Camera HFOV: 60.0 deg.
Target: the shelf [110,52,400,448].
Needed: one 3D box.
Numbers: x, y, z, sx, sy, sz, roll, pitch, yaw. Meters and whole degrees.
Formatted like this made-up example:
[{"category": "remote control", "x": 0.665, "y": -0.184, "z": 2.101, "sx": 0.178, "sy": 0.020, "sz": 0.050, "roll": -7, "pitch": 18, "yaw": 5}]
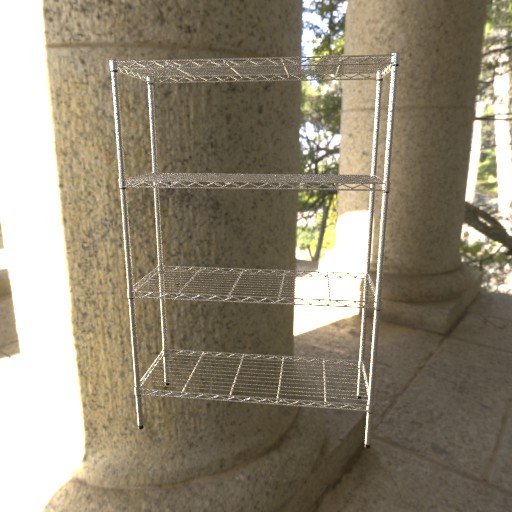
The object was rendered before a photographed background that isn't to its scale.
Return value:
[{"category": "shelf", "x": 0.000, "y": 0.000, "z": 1.699, "sx": 0.907, "sy": 1.360, "sz": 0.352, "roll": 2, "pitch": 15, "yaw": 7}]
